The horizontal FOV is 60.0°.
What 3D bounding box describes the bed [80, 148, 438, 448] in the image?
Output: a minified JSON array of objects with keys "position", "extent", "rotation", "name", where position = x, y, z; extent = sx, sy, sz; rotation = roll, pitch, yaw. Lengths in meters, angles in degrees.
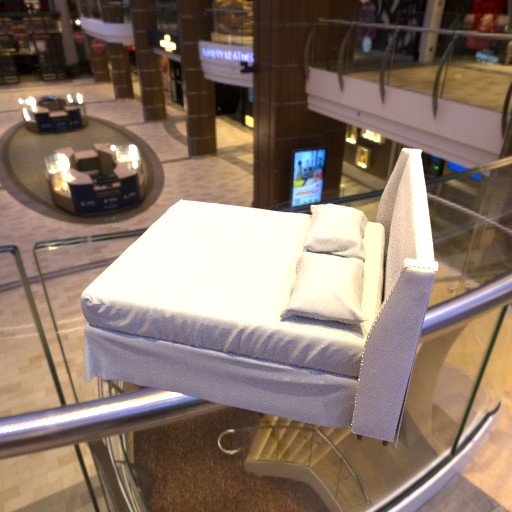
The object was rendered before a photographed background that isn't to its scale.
[{"position":[0.000,0.000,3.390],"extent":[2.276,1.332,1.925],"rotation":[8,32,13],"name":"bed"}]
